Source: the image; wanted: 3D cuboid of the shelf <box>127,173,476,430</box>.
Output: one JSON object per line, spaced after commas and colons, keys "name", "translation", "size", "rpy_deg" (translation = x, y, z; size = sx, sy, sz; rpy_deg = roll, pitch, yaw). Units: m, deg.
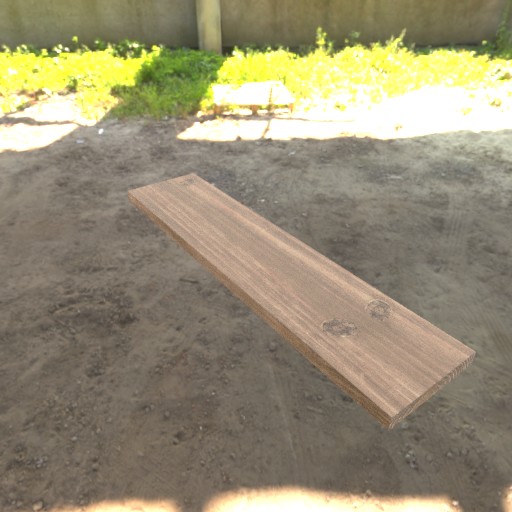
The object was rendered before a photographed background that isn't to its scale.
{"name": "shelf", "translation": [0.000, 0.000, 0.654], "size": [0.140, 0.020, 0.610], "rpy_deg": [-22, 39, -30]}
